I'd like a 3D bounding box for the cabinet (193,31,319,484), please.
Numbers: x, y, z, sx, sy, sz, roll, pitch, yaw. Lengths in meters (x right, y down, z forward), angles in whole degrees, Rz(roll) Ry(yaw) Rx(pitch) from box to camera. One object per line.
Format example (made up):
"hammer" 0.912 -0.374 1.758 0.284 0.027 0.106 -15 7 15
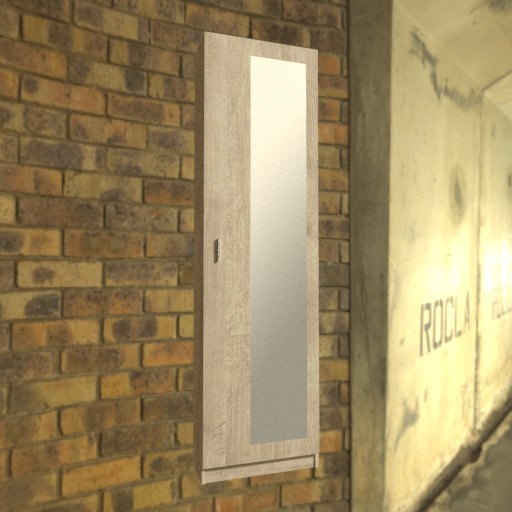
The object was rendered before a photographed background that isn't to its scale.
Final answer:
"cabinet" 0.000 0.000 1.915 0.500 1.790 0.230 1 -2 -18
